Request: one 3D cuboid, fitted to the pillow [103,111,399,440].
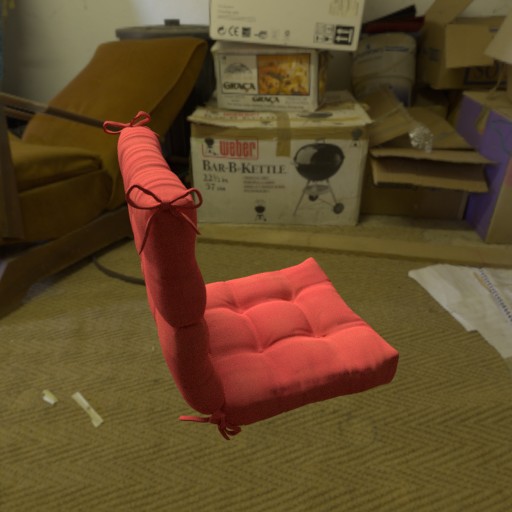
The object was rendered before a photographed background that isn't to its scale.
[{"bbox_3d":[0.000,0.000,1.041,0.571,0.605,0.519,-10,32,-17],"label":"pillow"}]
